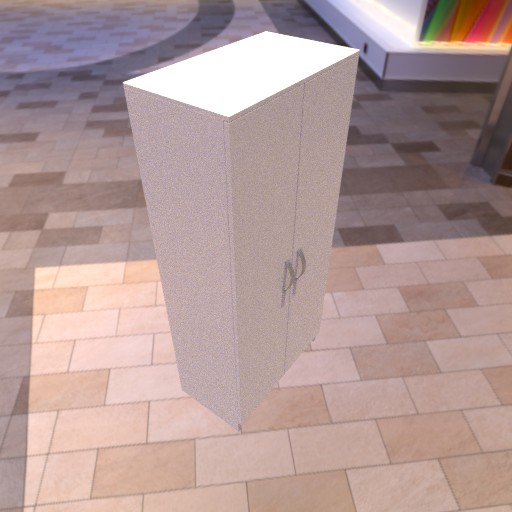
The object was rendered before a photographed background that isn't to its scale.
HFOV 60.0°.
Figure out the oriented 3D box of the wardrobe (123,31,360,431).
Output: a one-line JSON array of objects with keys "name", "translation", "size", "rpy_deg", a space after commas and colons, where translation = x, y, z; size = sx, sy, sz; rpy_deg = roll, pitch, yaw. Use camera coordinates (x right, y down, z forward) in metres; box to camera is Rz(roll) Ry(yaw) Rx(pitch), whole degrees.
[{"name": "wardrobe", "translation": [0.000, 0.000, 2.059], "size": [0.470, 1.700, 0.760], "rpy_deg": [26, 47, 27]}]
